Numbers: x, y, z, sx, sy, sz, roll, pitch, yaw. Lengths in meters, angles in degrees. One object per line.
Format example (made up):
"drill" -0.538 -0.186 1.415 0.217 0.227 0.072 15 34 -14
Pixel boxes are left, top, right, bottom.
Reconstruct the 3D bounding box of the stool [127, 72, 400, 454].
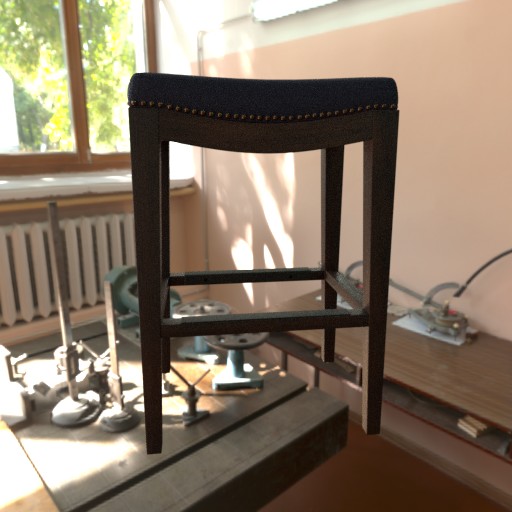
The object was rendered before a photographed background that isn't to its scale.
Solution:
"stool" 0.000 0.000 1.015 0.498 0.740 0.358 -2 15 -7
